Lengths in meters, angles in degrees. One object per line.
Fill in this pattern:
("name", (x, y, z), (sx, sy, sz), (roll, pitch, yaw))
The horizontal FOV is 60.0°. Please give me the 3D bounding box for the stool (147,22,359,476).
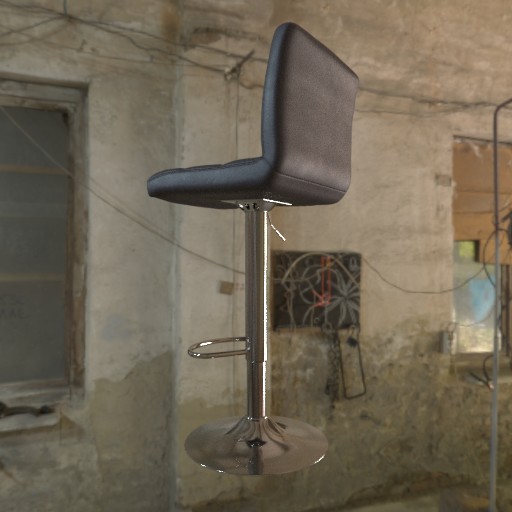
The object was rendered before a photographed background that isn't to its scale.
("stool", (0.000, 0.000, 1.325), (0.505, 1.115, 0.430), (0, 0, 36))
